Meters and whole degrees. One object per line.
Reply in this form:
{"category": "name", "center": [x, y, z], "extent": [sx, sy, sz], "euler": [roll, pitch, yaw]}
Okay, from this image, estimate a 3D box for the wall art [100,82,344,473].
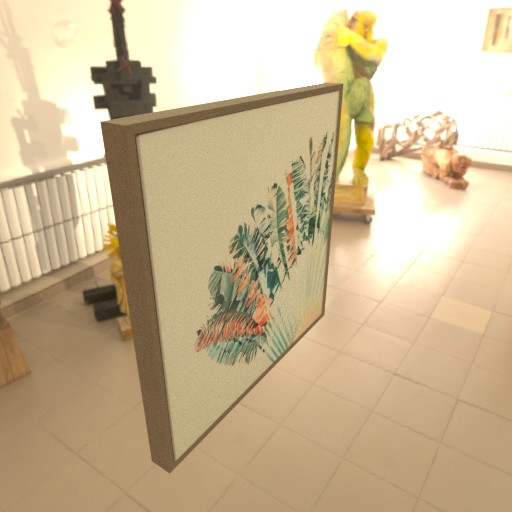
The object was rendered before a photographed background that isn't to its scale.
{"category": "wall art", "center": [0.000, 0.000, 0.745], "extent": [0.038, 0.506, 0.508], "euler": [17, 31, 31]}
